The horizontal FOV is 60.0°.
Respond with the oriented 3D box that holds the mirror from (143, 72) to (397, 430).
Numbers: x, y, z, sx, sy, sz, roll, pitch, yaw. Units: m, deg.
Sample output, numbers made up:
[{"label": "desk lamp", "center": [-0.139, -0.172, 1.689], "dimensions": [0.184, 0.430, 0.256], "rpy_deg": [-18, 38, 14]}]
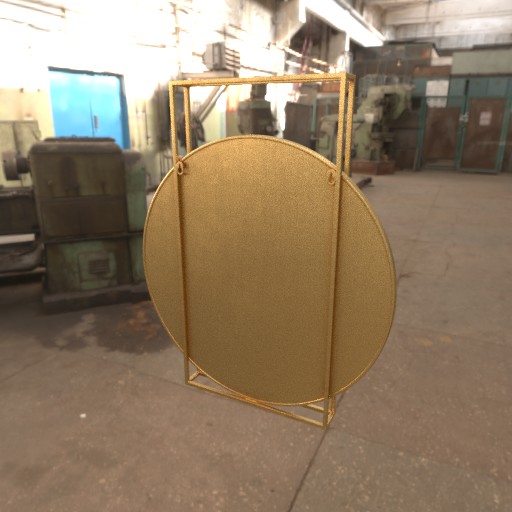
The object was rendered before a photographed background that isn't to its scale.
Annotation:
[{"label": "mirror", "center": [0.000, 0.000, 0.808], "dimensions": [0.508, 0.603, 0.051], "rpy_deg": [9, 19, 26]}]
